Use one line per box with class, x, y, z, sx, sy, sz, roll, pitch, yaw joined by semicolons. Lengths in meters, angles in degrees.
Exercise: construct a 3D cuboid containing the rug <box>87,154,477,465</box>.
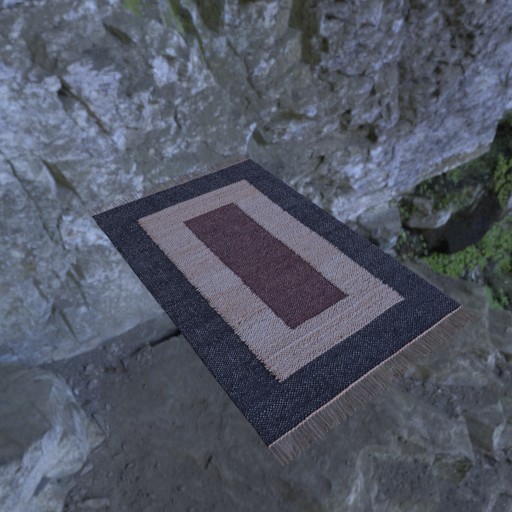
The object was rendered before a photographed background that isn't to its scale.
rug;0.000;0.000;2.500;1.224;0.027;2.021;-26;48;-26
